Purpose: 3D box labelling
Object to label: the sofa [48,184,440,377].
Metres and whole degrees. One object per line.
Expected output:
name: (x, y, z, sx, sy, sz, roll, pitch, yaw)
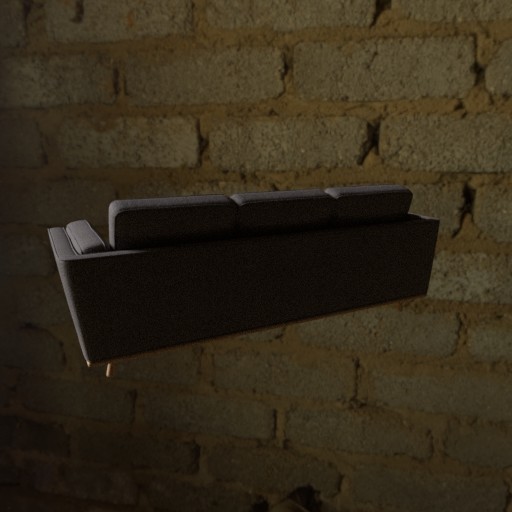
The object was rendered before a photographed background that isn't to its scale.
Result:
sofa: (0.000, 0.000, 2.854, 2.362, 0.899, 0.903, -7, 16, -26)
